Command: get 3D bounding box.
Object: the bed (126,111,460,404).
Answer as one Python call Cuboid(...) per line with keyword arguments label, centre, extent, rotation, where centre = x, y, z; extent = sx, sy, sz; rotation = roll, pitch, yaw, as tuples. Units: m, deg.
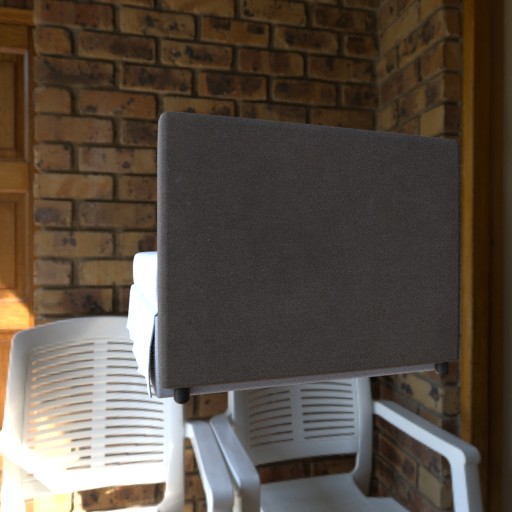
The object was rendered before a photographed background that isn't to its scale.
Cuboid(label="bed", centre=(0.000, 0.000, 3.196), extent=(1.723, 1.330, 2.142), rotation=(0, 1, -19))
